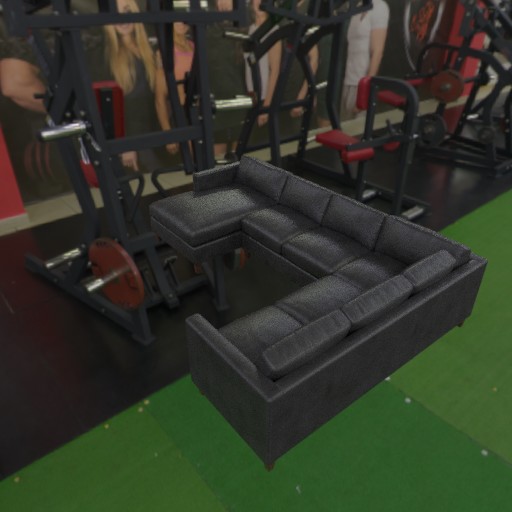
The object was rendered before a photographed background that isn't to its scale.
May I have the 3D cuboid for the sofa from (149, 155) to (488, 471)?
[{"bbox_3d":[0.000,0.000,4.396,2.452,0.891,3.324,-22,38,-32],"label":"sofa"}]
